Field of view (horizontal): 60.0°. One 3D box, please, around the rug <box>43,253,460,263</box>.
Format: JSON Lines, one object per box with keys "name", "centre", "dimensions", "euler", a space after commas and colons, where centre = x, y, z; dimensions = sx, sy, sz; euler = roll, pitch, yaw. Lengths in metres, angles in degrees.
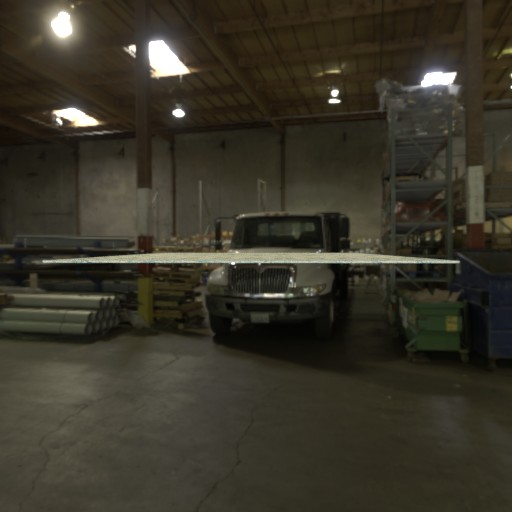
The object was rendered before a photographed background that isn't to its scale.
{"name": "rug", "centre": [0.000, 0.000, 4.100], "dimensions": [2.441, 0.013, 3.056], "euler": [0, 1, 2]}
